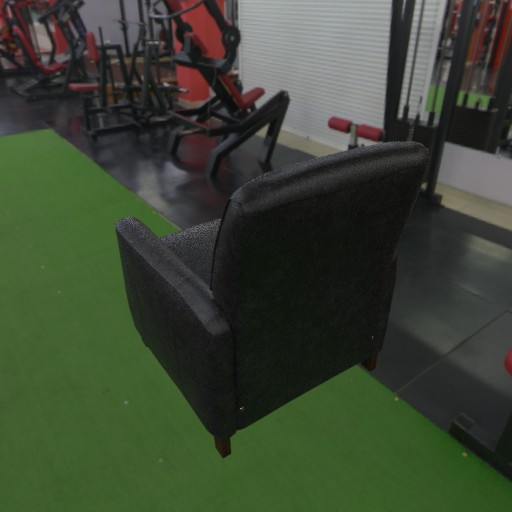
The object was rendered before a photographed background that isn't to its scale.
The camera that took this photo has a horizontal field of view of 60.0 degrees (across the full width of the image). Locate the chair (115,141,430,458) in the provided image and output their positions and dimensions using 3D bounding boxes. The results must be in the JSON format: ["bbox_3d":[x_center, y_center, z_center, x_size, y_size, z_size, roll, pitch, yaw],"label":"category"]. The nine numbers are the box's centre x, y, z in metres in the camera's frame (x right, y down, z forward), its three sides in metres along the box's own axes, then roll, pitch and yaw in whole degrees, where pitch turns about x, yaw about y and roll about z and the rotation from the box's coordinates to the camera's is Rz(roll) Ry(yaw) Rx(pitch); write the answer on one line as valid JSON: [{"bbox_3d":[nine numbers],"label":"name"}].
[{"bbox_3d":[0.000,0.000,1.671,0.848,1.014,0.864,-19,36,-29],"label":"chair"}]
